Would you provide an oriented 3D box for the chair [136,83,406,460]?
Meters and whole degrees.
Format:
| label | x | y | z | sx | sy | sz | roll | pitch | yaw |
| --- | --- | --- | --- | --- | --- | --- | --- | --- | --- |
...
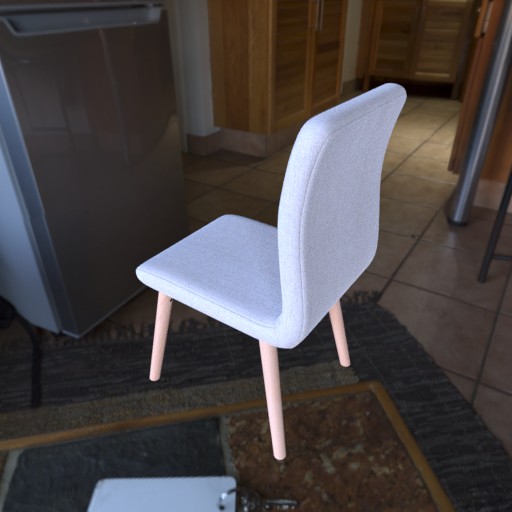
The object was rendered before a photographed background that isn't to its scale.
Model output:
| label | x | y | z | sx | sy | sz | roll | pitch | yaw |
| --- | --- | --- | --- | --- | --- | --- | --- | --- | --- |
| chair | 0.000 | 0.000 | 1.191 | 0.550 | 0.885 | 0.435 | 20 | 38 | 29 |
